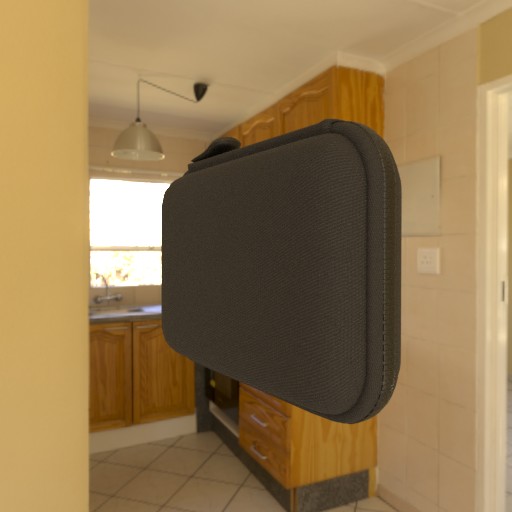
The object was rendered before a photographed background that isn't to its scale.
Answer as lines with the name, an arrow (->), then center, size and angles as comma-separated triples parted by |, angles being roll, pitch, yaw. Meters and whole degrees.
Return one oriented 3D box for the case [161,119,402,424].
case -> 0.000, 0.000, 0.181 | 0.038, 0.105, 0.132 | -1, 1, -36
